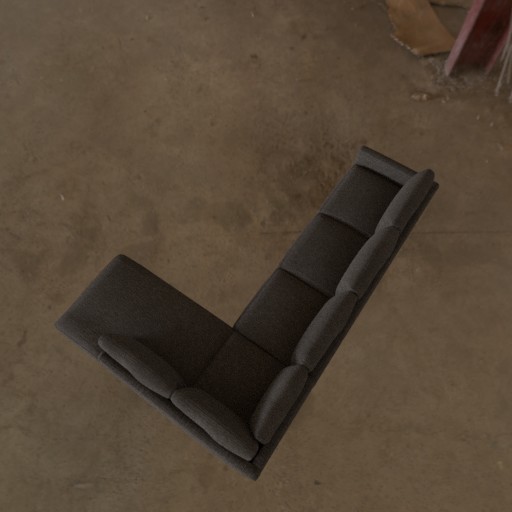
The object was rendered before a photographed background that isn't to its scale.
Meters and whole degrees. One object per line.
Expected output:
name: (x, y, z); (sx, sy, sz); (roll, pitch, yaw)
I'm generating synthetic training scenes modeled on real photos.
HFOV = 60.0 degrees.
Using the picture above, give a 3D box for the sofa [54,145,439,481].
sofa: (0.000, 0.000, 3.866); (2.007, 0.815, 2.949); (32, 69, 14)
